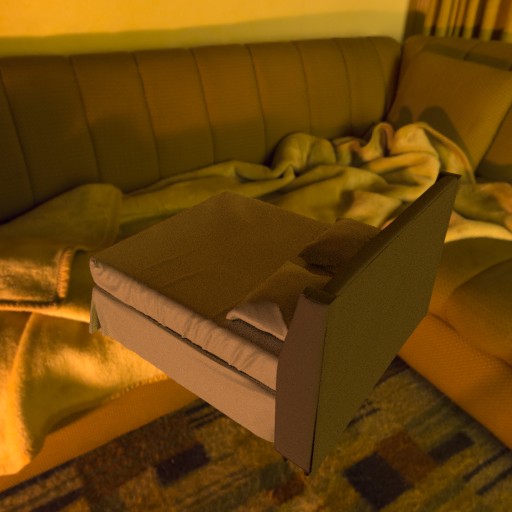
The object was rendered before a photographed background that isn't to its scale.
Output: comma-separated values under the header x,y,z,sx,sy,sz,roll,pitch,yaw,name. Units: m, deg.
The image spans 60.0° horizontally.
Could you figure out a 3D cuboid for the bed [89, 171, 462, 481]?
x,y,z,sx,sy,sz,roll,pitch,yaw,name
0.000,0.000,3.435,2.276,1.332,1.925,22,38,31,bed
